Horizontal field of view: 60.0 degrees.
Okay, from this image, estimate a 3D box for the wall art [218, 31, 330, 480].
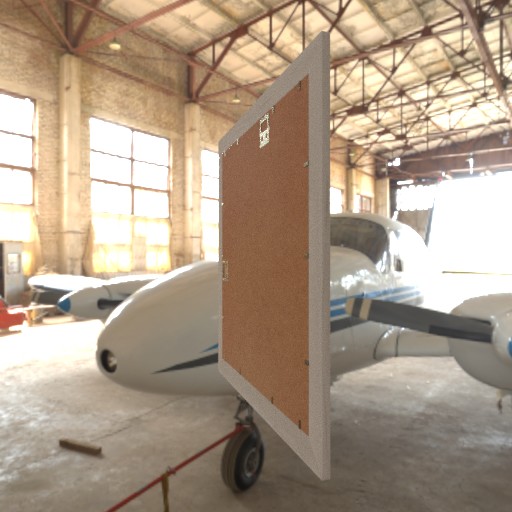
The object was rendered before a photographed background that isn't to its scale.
[{"bbox_3d":[0.000,0.000,0.853,0.013,0.584,0.584,0,0,-18],"label":"wall art"}]
